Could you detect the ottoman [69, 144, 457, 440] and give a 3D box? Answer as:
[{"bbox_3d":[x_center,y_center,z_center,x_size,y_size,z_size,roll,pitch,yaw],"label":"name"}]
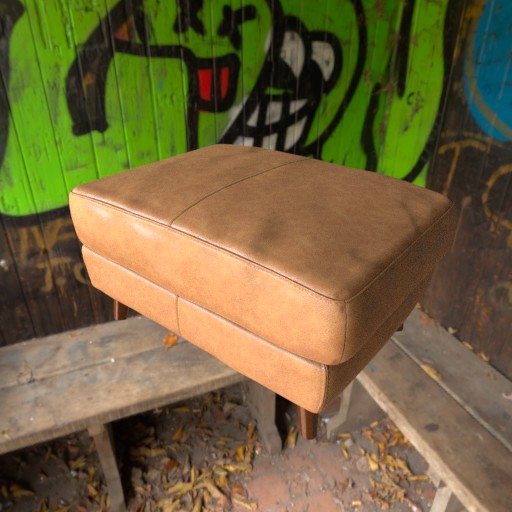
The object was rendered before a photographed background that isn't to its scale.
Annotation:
[{"bbox_3d":[0.000,0.000,1.216,0.869,0.461,0.630,21,35,33],"label":"ottoman"}]
